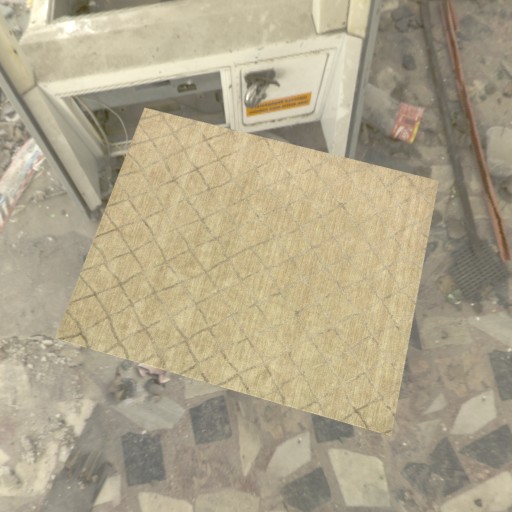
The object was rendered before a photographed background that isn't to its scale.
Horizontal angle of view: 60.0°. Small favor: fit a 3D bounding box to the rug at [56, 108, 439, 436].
[{"bbox_3d":[0.000,0.000,4.143,3.038,0.019,2.420,15,76,4],"label":"rug"}]
